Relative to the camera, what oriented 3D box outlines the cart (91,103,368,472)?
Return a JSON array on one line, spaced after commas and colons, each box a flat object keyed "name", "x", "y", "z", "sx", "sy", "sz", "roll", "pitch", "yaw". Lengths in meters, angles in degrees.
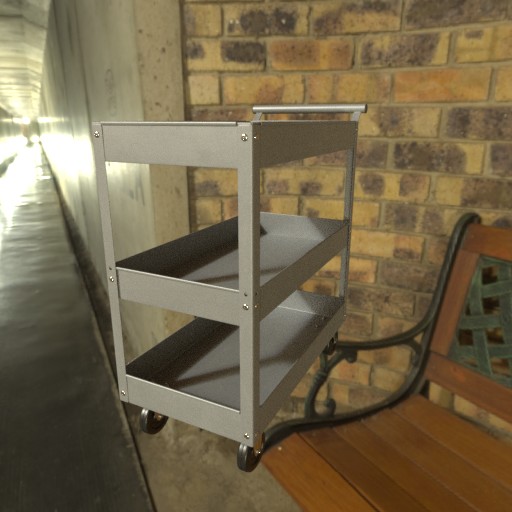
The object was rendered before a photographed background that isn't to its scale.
[{"name": "cart", "x": 0.000, "y": 0.000, "z": 1.176, "sx": 0.366, "sy": 0.780, "sz": 0.719, "roll": 8, "pitch": 19, "yaw": 26}]
